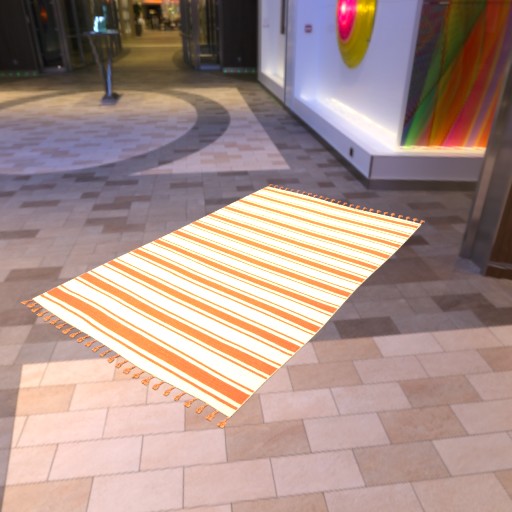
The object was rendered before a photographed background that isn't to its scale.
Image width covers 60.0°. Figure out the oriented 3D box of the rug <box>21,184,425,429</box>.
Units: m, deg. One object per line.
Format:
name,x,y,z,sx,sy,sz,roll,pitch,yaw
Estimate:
rug,0.000,0.000,2.498,1.232,0.017,2.092,19,34,31
